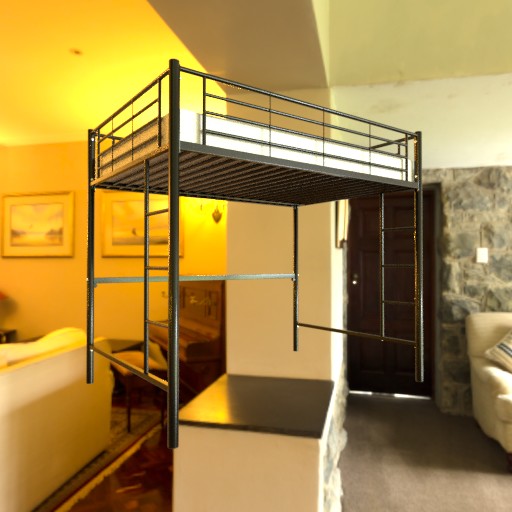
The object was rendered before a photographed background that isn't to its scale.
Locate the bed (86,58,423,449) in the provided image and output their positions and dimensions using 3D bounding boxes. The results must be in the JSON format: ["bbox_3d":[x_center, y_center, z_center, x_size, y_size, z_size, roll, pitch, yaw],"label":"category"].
[{"bbox_3d":[0.000,0.000,3.183,1.994,1.803,1.397,1,-1,-36],"label":"bed"}]
